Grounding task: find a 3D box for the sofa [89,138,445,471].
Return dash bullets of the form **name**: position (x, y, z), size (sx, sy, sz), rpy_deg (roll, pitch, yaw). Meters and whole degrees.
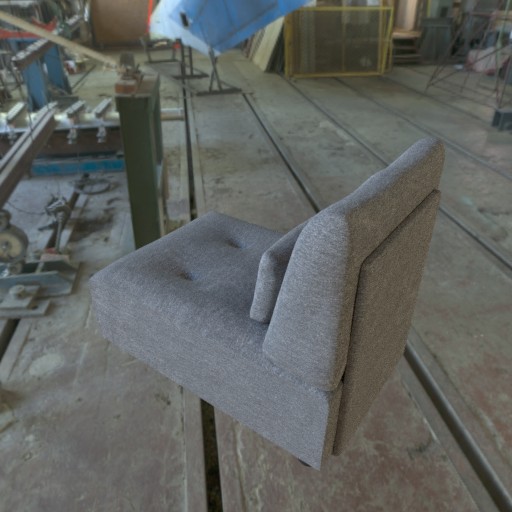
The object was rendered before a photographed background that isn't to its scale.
- **sofa**: position (0.000, 0.000, 1.536), size (1.000, 0.820, 0.700), rpy_deg (20, 37, 30)
